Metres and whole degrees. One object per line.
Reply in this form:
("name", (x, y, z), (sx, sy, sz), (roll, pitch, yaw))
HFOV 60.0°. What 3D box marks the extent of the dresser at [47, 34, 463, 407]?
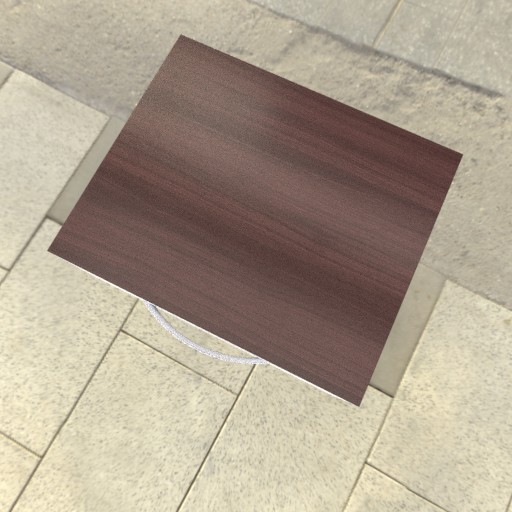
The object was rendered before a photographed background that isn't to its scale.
("dresser", (0.000, 0.000, 0.764), (0.400, 0.470, 0.360), (25, 78, 6))
